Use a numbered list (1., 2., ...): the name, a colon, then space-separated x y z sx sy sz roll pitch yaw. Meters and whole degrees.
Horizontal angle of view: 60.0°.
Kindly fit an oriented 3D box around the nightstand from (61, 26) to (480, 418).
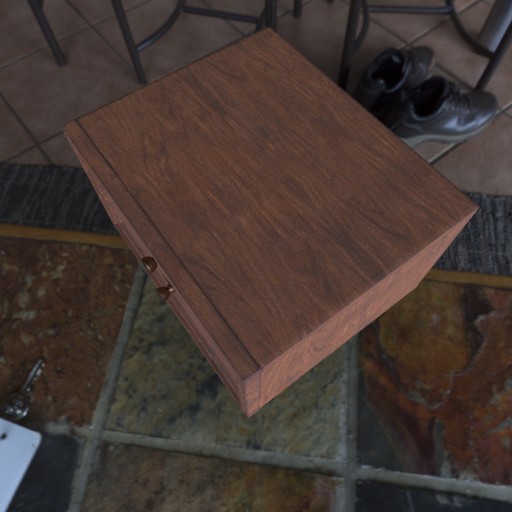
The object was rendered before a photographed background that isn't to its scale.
1. nightstand: 0.000 0.000 0.963 0.445 0.607 0.521 -33 67 -16
